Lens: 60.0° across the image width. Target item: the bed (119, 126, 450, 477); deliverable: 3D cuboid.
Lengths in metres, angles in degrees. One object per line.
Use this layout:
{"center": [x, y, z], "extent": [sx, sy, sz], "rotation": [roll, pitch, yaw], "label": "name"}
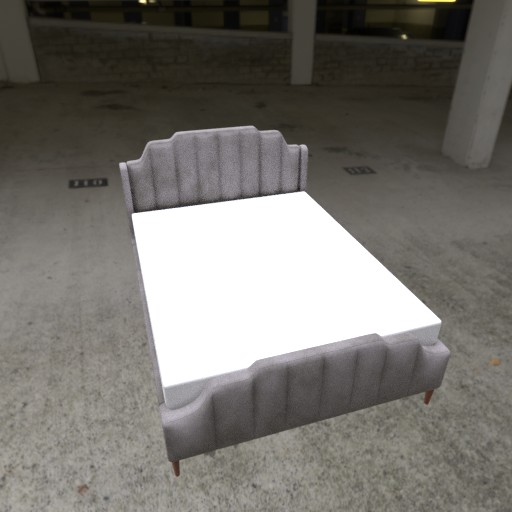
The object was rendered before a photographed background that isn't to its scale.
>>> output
{"center": [0.000, 0.000, 3.200], "extent": [1.676, 1.245, 2.340], "rotation": [-9, 32, -15], "label": "bed"}
